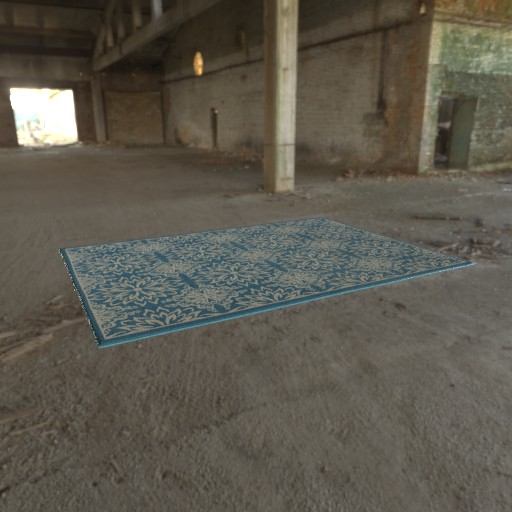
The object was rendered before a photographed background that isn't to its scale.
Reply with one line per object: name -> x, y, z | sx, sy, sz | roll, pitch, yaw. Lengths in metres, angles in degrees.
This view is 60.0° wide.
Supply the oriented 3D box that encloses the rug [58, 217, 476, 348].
rug -> 0.000, 0.000, 2.844 | 2.205, 0.012, 1.554 | -9, 19, -27
